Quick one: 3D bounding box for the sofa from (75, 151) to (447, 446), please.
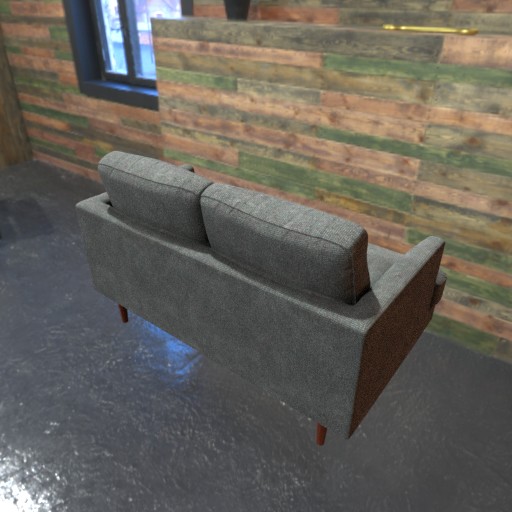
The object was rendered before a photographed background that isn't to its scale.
[{"bbox_3d":[0.000,0.000,2.155,1.582,0.956,0.903,22,37,32],"label":"sofa"}]
